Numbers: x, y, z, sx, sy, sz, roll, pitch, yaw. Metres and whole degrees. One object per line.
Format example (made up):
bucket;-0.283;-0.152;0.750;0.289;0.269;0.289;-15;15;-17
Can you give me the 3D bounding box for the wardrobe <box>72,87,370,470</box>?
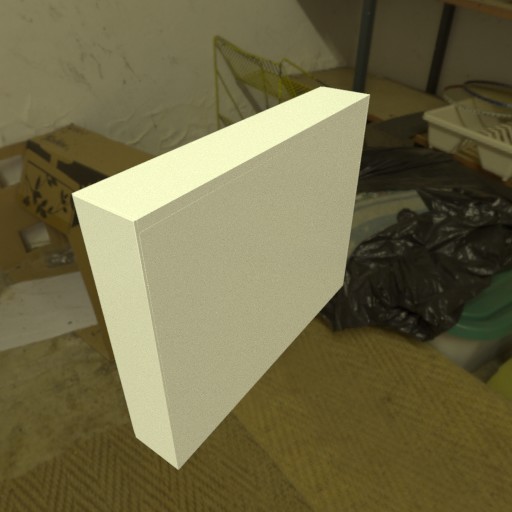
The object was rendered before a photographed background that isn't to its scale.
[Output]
wardrobe;0.000;0.000;4.116;0.580;2.360;3.000;22;40;29
